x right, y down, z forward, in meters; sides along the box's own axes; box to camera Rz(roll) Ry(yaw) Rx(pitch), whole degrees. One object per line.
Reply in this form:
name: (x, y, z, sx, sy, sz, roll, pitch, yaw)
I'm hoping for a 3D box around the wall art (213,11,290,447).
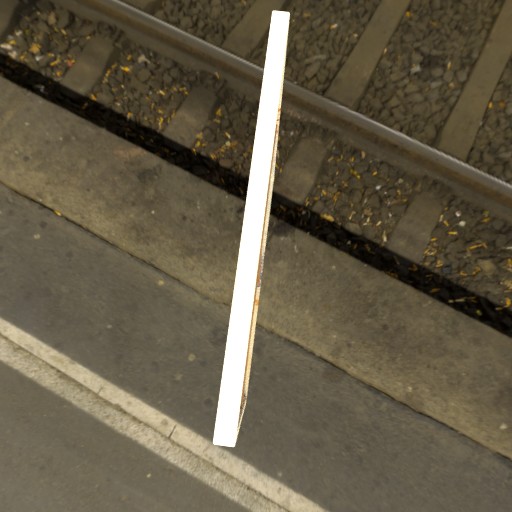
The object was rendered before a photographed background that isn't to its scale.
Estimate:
wall art: (0.000, 0.000, 1.293, 0.038, 0.889, 0.889, 7, 76, 2)
